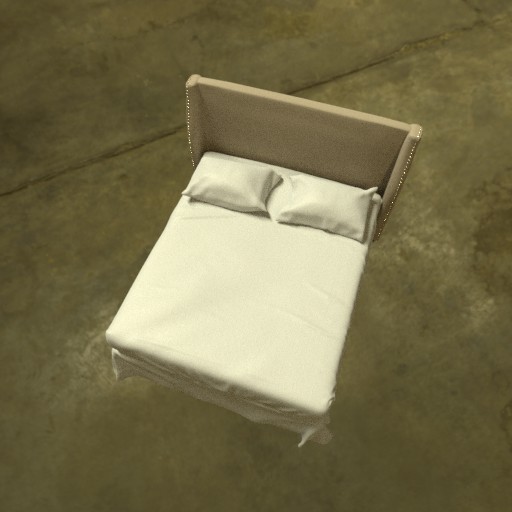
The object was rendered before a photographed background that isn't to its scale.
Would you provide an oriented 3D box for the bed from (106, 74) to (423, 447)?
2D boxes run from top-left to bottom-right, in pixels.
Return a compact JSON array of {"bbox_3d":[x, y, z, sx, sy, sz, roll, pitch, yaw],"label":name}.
[{"bbox_3d":[0.000,0.000,3.504,1.925,1.332,2.276,16,60,10],"label":"bed"}]
